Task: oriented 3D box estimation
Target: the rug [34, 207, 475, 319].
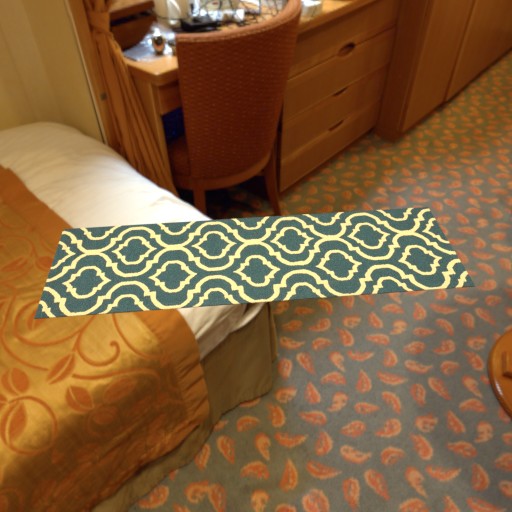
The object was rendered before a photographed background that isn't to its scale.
[{"bbox_3d":[0.000,0.000,2.541,2.296,0.006,0.685,-4,45,-4],"label":"rug"}]
